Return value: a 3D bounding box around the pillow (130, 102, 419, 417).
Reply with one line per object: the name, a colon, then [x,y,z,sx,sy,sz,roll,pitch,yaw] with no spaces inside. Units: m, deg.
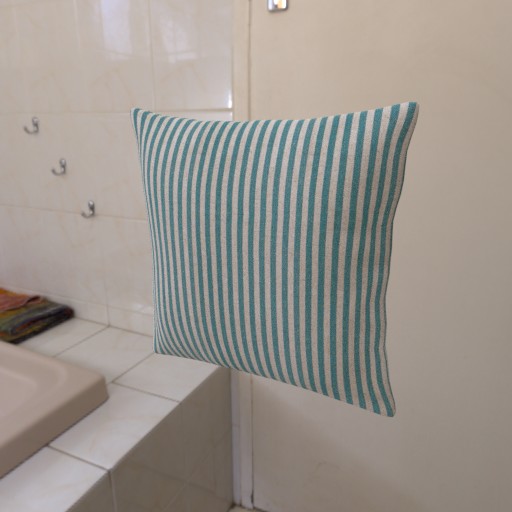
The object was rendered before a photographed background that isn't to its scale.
pillow: [0.000,0.000,0.791,0.523,0.510,0.166,8,18,26]
